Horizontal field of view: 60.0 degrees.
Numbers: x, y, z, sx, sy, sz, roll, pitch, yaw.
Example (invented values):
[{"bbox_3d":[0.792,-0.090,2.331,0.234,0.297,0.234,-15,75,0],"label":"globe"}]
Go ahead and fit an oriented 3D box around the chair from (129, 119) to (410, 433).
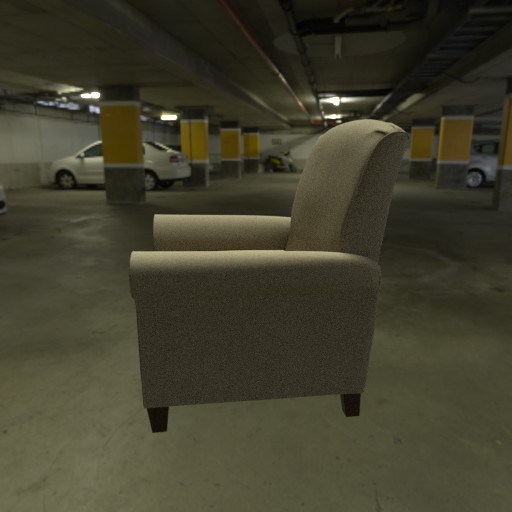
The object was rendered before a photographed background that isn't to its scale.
[{"bbox_3d":[0.000,0.000,1.798,0.905,1.061,0.978,-2,13,-8],"label":"chair"}]
